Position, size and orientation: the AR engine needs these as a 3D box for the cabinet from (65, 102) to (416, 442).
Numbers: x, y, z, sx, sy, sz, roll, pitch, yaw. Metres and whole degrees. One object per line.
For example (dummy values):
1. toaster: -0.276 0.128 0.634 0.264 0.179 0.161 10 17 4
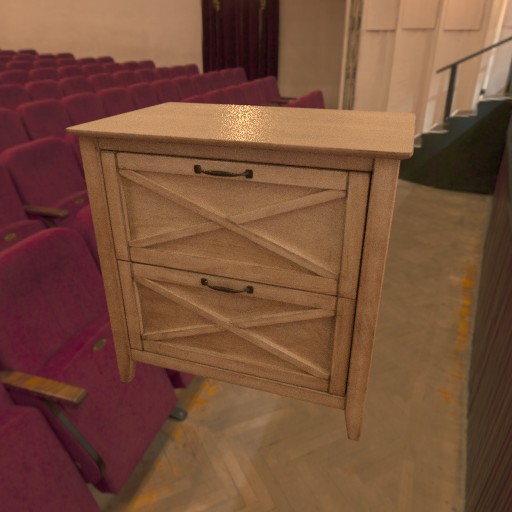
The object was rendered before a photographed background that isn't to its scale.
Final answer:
1. cabinet: 0.000 0.000 1.284 0.763 0.762 0.503 8 27 17
